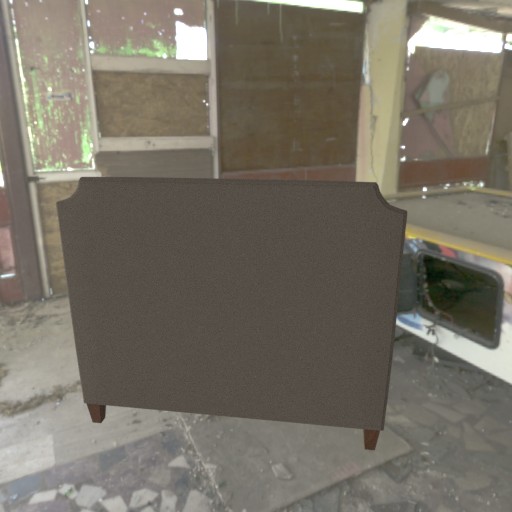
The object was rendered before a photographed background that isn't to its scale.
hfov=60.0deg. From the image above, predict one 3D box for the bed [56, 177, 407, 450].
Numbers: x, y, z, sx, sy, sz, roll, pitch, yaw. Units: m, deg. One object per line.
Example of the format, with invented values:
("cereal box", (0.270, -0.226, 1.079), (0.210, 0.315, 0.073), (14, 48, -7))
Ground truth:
("bed", (0.000, 0.000, 3.365), (1.713, 1.443, 2.372), (2, 17, 8))
